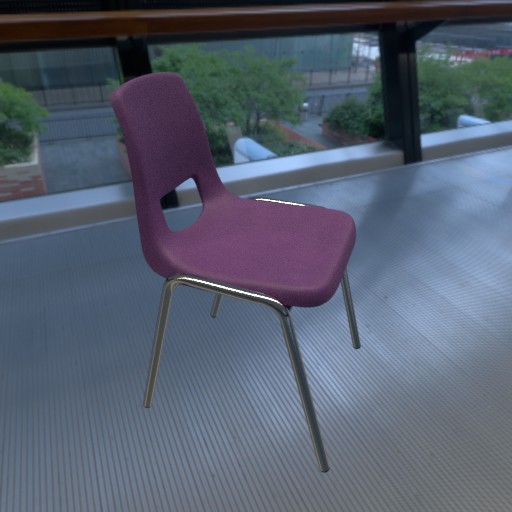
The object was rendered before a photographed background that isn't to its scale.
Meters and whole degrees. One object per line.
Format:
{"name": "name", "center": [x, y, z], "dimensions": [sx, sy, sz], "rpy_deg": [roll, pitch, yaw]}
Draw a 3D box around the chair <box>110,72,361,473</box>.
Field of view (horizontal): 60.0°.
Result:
{"name": "chair", "center": [0.000, 0.000, 0.883], "dimensions": [0.432, 0.654, 0.381], "rpy_deg": [11, 32, 18]}
